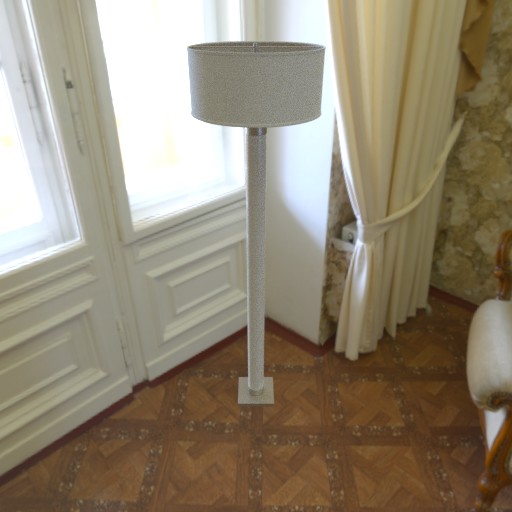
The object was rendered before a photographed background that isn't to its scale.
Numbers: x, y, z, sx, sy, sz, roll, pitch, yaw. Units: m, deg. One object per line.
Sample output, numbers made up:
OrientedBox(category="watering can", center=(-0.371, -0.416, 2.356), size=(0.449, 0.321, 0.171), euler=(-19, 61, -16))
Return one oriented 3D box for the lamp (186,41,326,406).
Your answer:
OrientedBox(category="lamp", center=(0.000, 0.000, 1.699), size=(0.420, 1.475, 0.420), euler=(0, 30, 0))
